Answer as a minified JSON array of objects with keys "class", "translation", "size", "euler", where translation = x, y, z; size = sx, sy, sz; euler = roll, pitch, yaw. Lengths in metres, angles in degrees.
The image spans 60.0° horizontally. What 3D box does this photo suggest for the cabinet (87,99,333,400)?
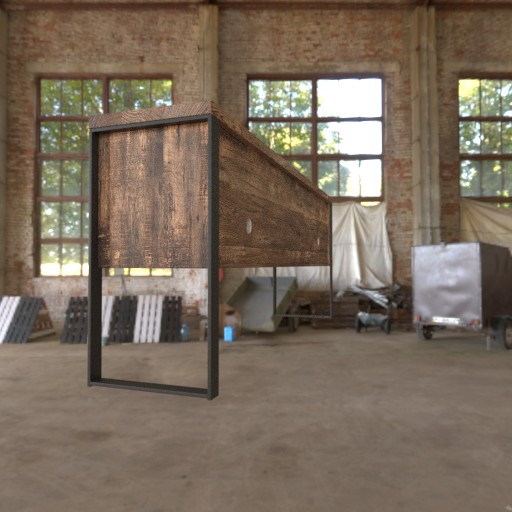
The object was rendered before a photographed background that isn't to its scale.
[{"class":"cabinet","translation":[0.000,0.000,2.034],"size":[0.395,0.762,1.800],"euler":[0,-1,20]}]
